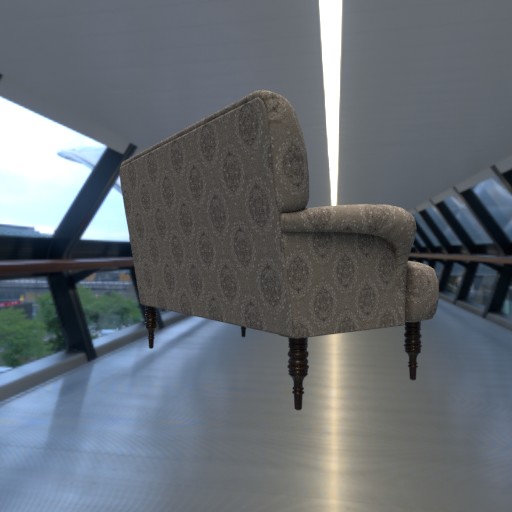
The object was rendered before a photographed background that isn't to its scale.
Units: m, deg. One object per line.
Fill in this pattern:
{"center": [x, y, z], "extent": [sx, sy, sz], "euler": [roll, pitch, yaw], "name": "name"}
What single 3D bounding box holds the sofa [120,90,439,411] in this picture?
{"center": [0.000, 0.000, 1.847], "extent": [0.779, 0.889, 1.297], "euler": [0, -1, -36], "name": "sofa"}
